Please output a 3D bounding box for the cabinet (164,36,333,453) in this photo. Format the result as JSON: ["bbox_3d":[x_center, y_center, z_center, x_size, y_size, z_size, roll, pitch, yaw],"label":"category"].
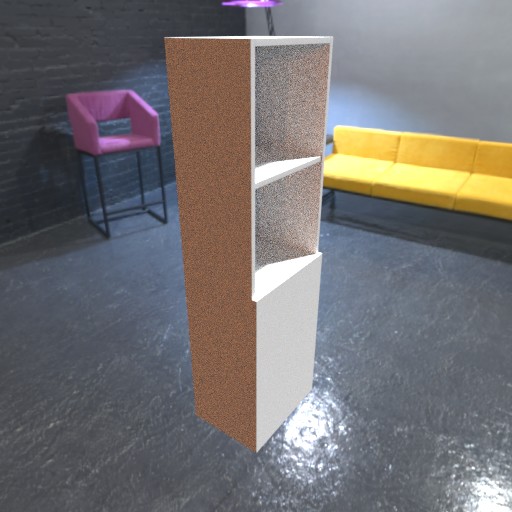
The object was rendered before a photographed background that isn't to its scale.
[{"bbox_3d":[0.000,0.000,1.525,0.300,1.350,0.400,19,32,32],"label":"cabinet"}]
